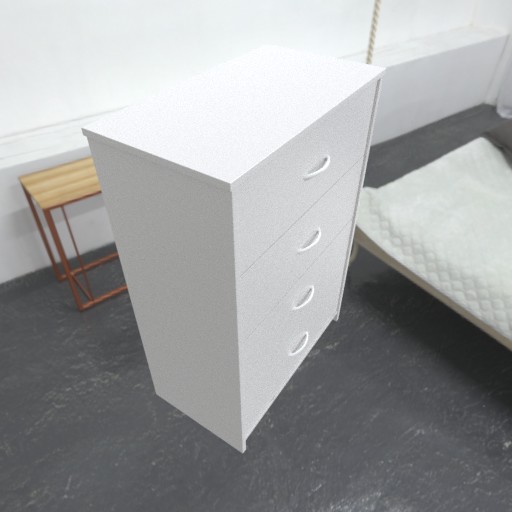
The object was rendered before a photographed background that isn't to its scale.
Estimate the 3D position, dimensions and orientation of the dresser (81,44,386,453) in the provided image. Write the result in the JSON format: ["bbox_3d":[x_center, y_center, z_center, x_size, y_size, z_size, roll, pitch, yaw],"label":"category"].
[{"bbox_3d":[0.000,0.000,1.390,0.401,1.021,0.704,24,47,25],"label":"dresser"}]
